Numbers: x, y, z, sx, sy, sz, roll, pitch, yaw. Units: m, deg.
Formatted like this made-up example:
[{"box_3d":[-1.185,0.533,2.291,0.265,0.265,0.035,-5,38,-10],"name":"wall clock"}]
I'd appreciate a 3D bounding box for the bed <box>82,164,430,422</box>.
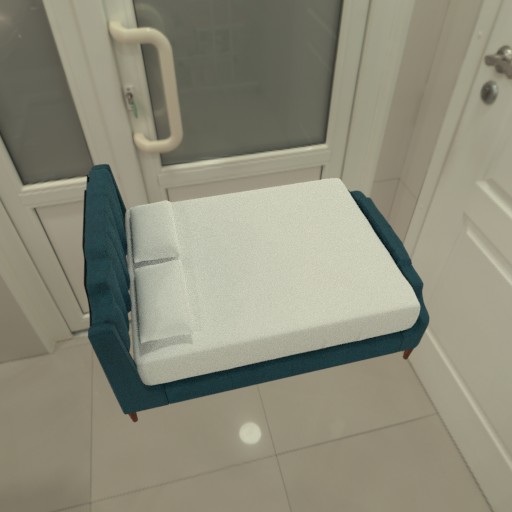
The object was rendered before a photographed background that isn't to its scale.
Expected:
[{"box_3d":[0.000,0.000,3.515,2.322,1.351,1.676,-10,47,-10],"name":"bed"}]
